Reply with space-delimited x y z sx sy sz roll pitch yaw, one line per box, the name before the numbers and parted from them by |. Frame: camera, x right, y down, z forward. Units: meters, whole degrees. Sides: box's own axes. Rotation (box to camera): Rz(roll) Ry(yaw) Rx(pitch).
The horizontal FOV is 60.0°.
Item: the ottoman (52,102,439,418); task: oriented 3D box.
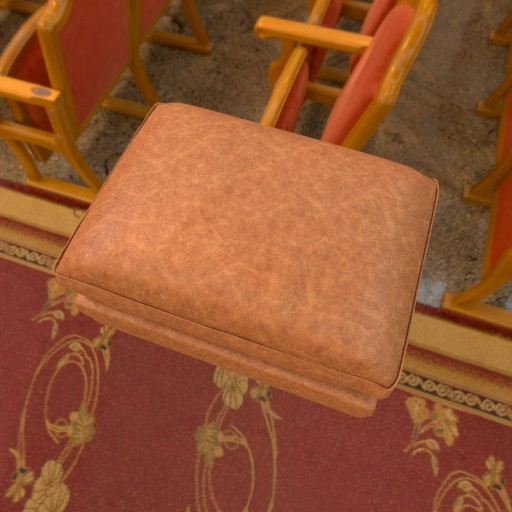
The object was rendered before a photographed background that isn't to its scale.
ottoman | 0.000 0.000 1.077 0.710 0.480 0.533 18 65 9
